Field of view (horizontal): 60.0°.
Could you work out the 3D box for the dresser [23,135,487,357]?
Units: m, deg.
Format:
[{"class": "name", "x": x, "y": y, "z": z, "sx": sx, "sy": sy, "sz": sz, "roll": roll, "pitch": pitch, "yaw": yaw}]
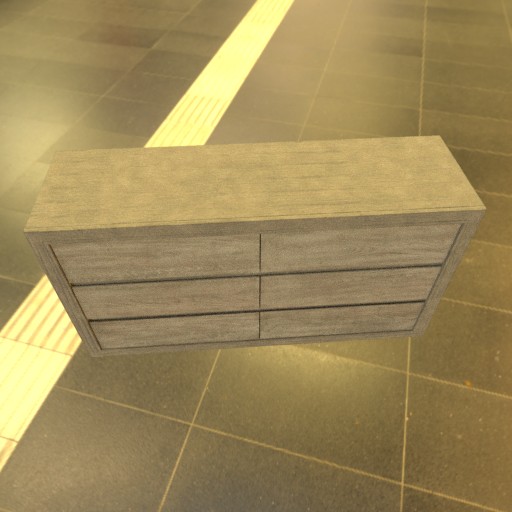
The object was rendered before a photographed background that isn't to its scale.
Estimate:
[{"class": "dresser", "x": 0.000, "y": 0.000, "z": 2.039, "sx": 1.628, "sy": 0.889, "sz": 0.483, "roll": -3, "pitch": 48, "yaw": -3}]
